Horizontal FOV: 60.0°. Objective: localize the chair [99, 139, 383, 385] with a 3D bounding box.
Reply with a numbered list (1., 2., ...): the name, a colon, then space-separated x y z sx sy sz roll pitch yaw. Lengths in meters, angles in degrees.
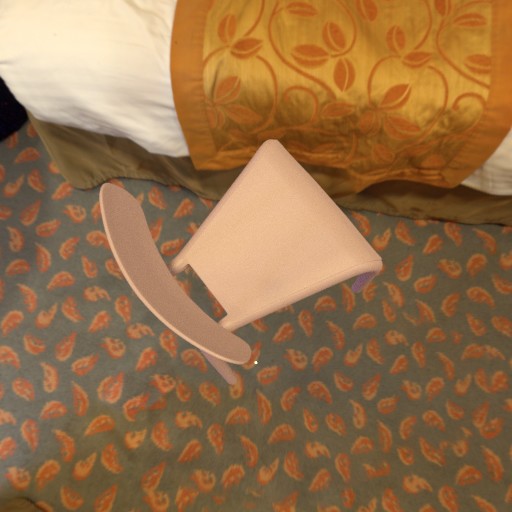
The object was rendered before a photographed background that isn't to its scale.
1. chair: 0.000 0.000 0.829 0.401 0.580 0.356 -38 79 -8
